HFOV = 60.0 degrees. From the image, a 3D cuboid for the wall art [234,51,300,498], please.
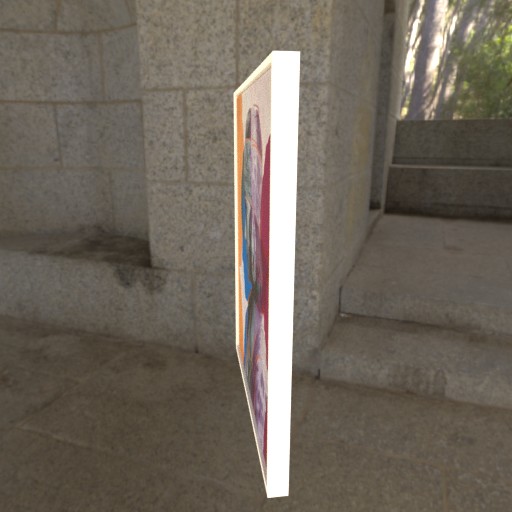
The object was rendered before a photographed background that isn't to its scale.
[{"bbox_3d":[0.000,0.000,0.734,0.030,0.549,0.443,-2,15,-8],"label":"wall art"}]
